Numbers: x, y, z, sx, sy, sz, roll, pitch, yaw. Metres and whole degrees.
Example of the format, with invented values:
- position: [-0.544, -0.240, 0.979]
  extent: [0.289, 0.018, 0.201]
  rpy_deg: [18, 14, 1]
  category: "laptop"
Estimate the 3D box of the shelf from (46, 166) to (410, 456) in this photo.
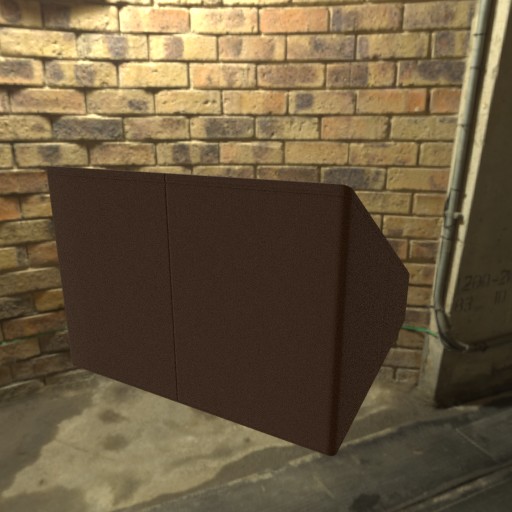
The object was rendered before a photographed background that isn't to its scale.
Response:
- position: [0.000, 0.000, 0.497]
  extent: [0.292, 0.210, 0.292]
  rpy_deg: [9, 18, 27]
  category: "shelf"
